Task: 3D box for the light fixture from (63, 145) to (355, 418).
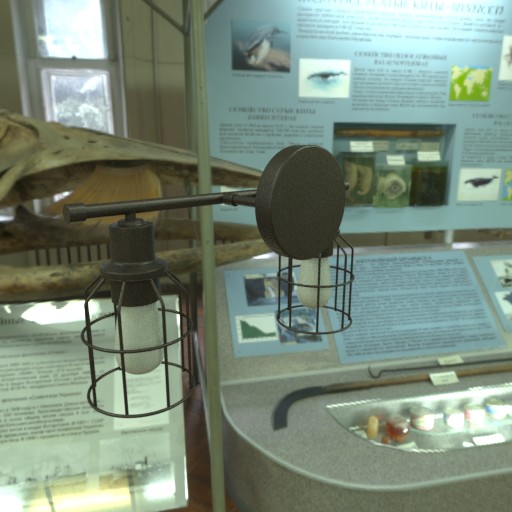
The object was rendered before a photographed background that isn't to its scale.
[{"bbox_3d":[0.000,0.000,0.522,0.406,0.254,0.165,-13,19,-41],"label":"light fixture"}]
